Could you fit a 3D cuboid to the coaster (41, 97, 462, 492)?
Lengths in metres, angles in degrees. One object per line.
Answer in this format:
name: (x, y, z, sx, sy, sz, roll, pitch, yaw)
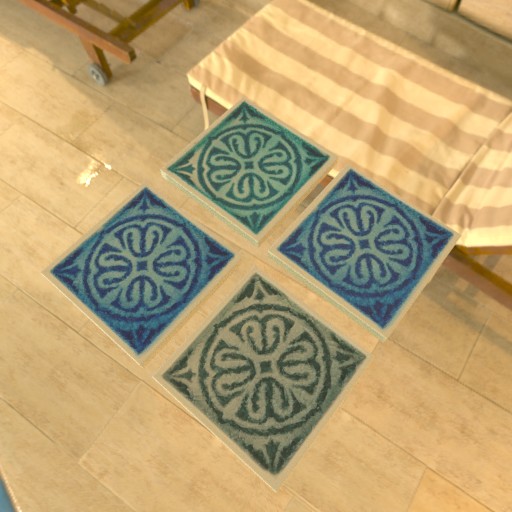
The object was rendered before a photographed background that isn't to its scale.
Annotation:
coaster: (0.000, 0.000, 0.324, 0.214, 0.010, 0.219, 37, 70, 16)
